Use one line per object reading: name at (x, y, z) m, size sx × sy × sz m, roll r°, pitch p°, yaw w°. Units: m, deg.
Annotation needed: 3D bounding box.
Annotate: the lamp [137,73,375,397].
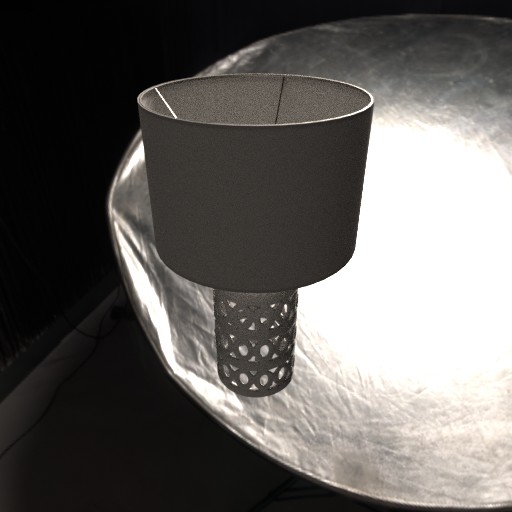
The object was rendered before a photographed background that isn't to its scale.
lamp at (0.000, 0.000, 0.716) m, size 0.310 × 0.502 × 0.310 m, roll 0°, pitch 32°, yaw 0°
